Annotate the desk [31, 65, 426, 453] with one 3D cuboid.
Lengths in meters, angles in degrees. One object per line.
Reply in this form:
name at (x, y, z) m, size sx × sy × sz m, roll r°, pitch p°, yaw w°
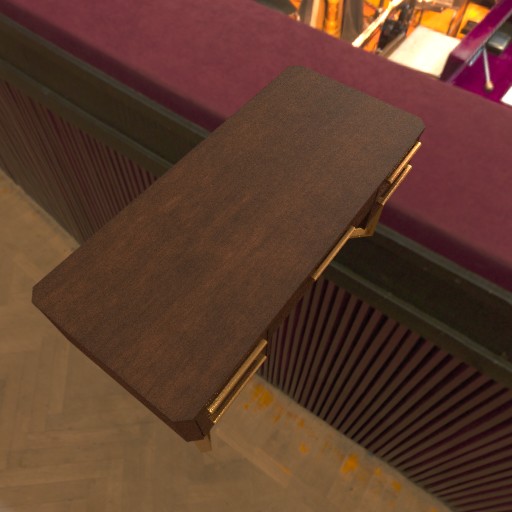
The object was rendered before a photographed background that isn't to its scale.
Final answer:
desk at (0.000, 0.000, 1.895) m, size 0.684 × 0.762 × 1.479 m, roll 32°, pitch 63°, yaw 19°
